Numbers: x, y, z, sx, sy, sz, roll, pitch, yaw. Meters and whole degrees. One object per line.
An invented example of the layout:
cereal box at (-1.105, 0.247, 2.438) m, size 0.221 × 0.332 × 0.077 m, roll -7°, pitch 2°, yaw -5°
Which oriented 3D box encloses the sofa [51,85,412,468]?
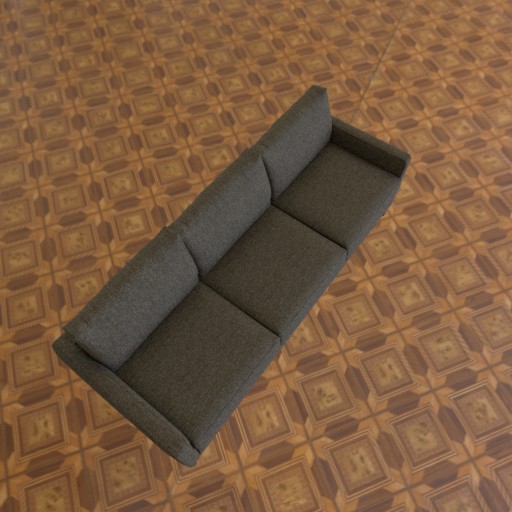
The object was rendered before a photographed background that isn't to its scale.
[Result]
sofa at (0.000, 0.000, 2.653) m, size 0.876 × 0.879 × 2.253 m, roll 33°, pitch 65°, yaw 18°
